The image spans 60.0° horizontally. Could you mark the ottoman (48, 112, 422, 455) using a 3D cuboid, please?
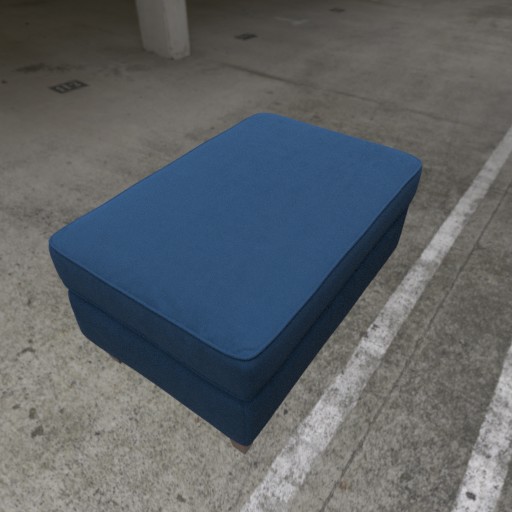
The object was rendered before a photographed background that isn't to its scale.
[{"bbox_3d":[0.000,0.000,1.242,0.583,0.484,0.862,26,48,26],"label":"ottoman"}]
